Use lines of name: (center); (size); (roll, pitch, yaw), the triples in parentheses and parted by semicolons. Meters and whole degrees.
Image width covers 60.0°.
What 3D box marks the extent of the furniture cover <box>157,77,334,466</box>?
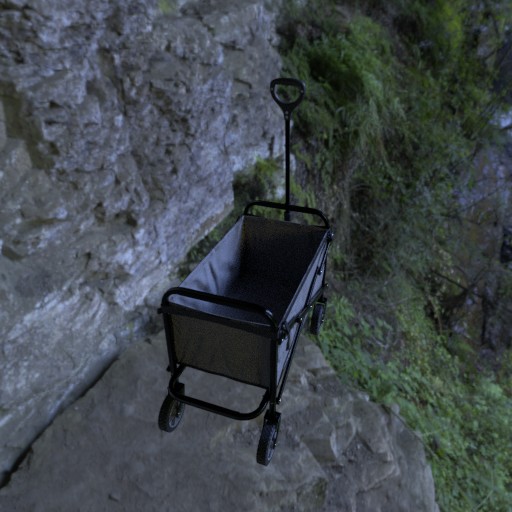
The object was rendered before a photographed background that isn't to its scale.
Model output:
furniture cover: (0.000, 0.000, 1.864); (0.532, 1.295, 1.038); (11, 33, 18)
